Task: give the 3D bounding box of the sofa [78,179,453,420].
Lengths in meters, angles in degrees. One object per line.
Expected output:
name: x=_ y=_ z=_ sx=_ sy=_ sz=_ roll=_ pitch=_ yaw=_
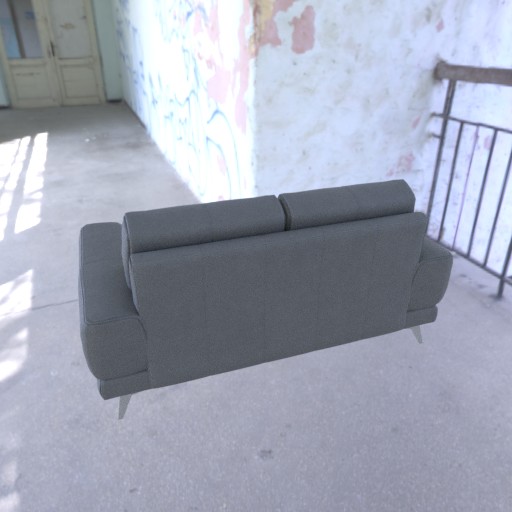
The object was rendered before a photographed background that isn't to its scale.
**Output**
sofa: x=0.000 y=0.000 z=2.399 sx=1.806 sy=0.907 sz=1.018 roll=-9 pitch=29 yaw=-17
